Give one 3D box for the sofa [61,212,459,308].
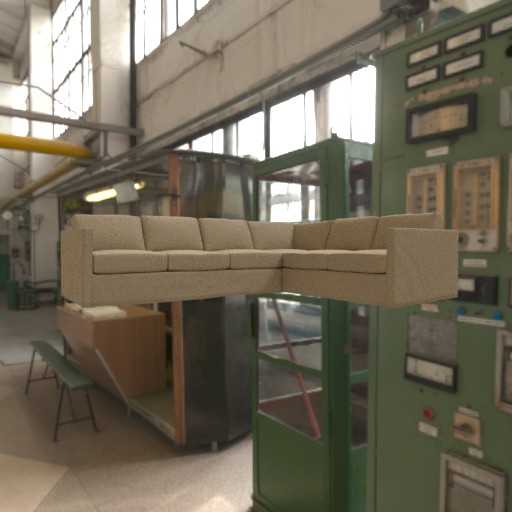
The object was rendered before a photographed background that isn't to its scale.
[{"bbox_3d":[0.000,0.000,4.422,3.182,0.871,2.432,-1,1,-35],"label":"sofa"}]
